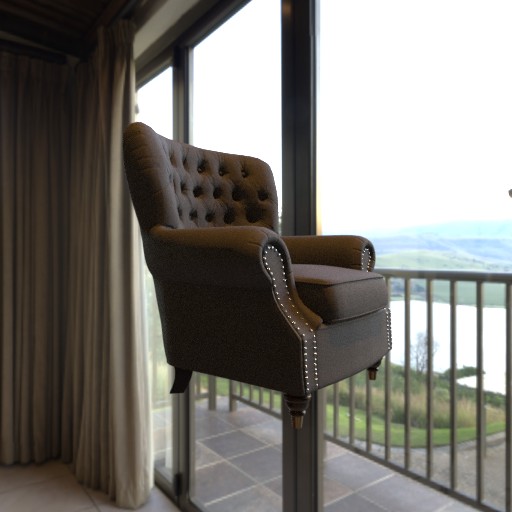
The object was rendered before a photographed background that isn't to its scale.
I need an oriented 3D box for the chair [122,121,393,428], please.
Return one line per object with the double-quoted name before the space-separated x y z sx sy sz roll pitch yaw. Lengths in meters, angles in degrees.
"chair" 0.000 0.000 1.843 0.983 1.046 0.983 0 0 35
